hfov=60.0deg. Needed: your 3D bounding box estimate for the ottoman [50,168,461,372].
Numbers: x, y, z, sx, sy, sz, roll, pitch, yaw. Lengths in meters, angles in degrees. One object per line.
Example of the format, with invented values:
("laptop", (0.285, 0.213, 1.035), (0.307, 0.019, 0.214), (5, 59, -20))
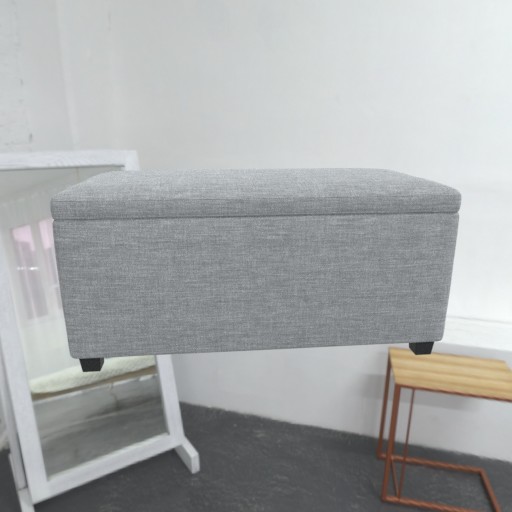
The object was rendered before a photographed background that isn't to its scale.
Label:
("ottoman", (0.000, 0.000, 1.173), (0.902, 0.432, 0.419), (-2, 17, -5))
